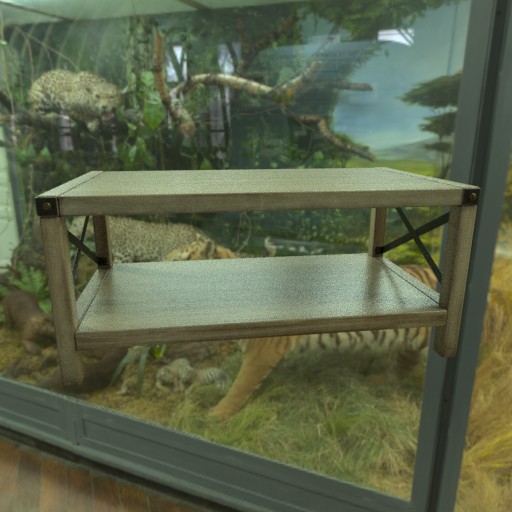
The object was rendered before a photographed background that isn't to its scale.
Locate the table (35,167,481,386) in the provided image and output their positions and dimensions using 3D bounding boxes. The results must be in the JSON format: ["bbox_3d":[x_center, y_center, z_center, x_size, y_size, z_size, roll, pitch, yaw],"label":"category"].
[{"bbox_3d":[0.000,0.000,1.304,1.016,0.456,0.559,-2,16,-8],"label":"table"}]
